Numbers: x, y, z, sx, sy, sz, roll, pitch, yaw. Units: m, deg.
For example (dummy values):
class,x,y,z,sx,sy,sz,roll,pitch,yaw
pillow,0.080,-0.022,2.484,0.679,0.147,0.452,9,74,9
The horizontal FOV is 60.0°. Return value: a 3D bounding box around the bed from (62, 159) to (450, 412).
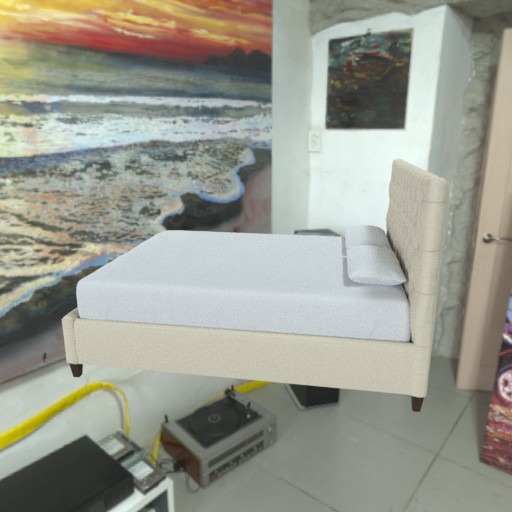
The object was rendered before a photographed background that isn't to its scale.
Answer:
class,x,y,z,sx,sy,sz,roll,pitch,yaw
bed,0.000,0.000,3.496,2.387,1.427,1.698,3,16,10
